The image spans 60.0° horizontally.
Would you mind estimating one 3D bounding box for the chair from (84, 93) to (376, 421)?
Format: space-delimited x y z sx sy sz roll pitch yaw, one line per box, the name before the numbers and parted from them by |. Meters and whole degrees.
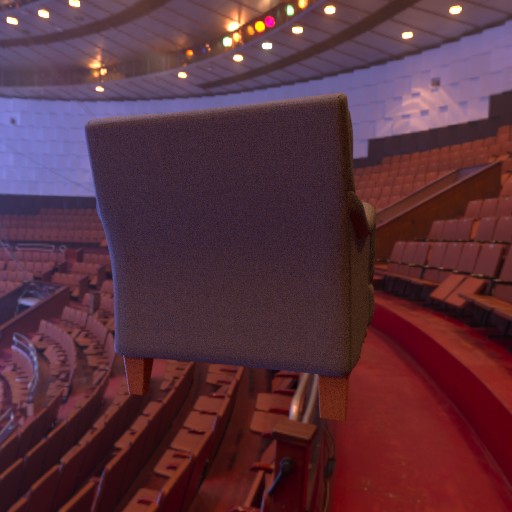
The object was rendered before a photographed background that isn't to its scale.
chair | 0.000 0.000 1.858 0.955 1.038 1.070 1 2 19
